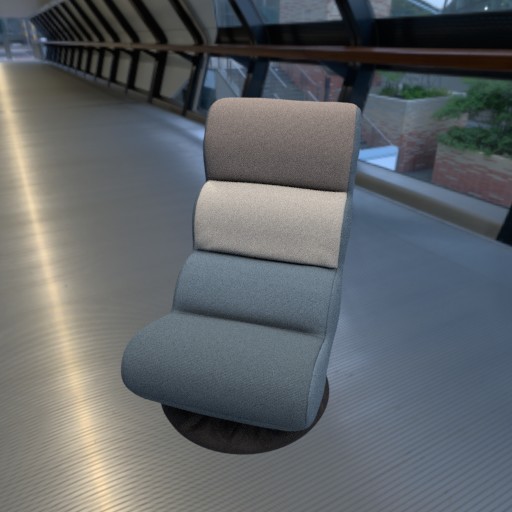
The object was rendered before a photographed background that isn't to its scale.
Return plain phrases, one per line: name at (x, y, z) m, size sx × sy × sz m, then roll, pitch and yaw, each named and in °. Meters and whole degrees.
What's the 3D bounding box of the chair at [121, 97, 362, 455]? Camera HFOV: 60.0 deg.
chair at (0.000, 0.000, 1.059) m, size 0.420 × 0.641 × 0.661 m, roll 7°, pitch 28°, yaw 14°
